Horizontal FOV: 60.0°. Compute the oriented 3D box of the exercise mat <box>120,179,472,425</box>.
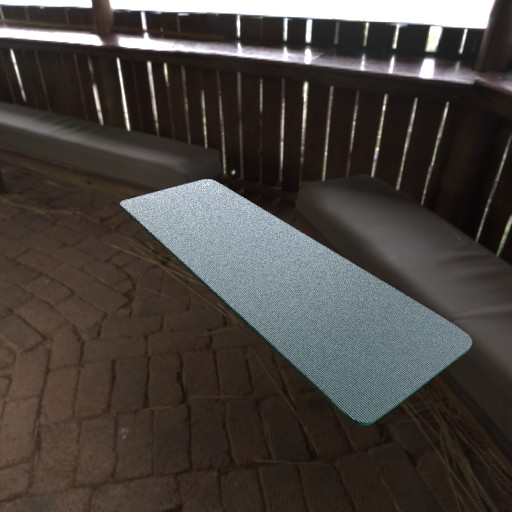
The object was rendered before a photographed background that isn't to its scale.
[{"bbox_3d":[0.000,0.000,2.065,0.616,0.021,1.869,-21,38,-30],"label":"exercise mat"}]
